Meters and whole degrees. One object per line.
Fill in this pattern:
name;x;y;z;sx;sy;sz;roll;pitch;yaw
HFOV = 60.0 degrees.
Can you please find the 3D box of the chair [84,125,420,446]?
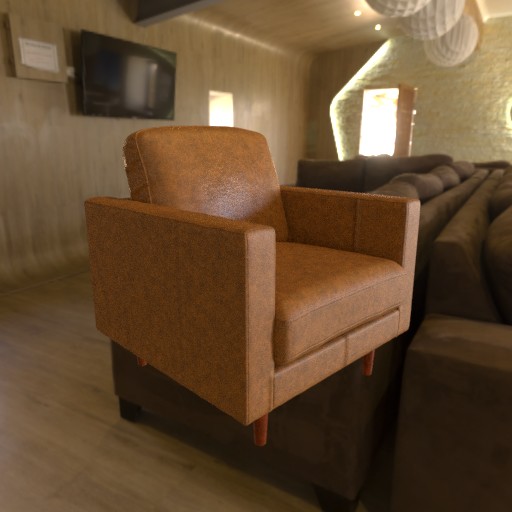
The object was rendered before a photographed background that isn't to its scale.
chair;0.000;0.000;1.665;0.890;0.956;0.909;-14;20;-43
